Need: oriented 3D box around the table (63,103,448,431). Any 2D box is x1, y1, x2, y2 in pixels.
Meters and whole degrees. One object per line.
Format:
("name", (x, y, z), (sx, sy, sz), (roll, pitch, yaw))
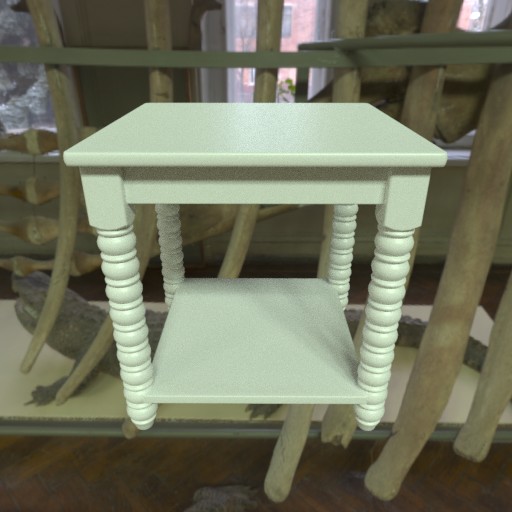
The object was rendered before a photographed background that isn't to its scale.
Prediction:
("table", (0.000, 0.000, 0.952), (0.533, 0.563, 0.500), (0, 26, 0))
